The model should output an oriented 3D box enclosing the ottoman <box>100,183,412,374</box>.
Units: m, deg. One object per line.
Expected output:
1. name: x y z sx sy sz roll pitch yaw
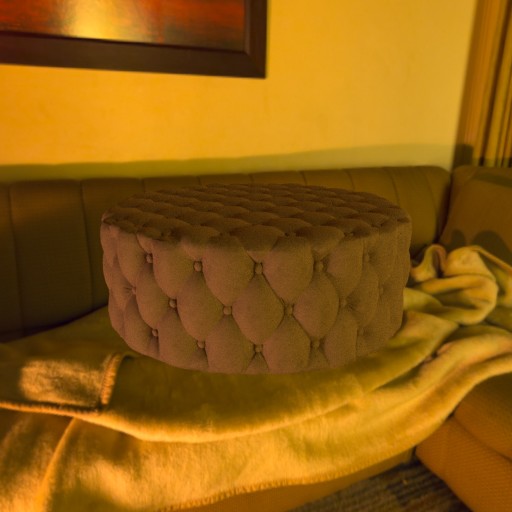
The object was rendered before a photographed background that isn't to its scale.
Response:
1. ottoman: 0.000 0.000 1.515 0.998 0.399 0.998 0 17 0
